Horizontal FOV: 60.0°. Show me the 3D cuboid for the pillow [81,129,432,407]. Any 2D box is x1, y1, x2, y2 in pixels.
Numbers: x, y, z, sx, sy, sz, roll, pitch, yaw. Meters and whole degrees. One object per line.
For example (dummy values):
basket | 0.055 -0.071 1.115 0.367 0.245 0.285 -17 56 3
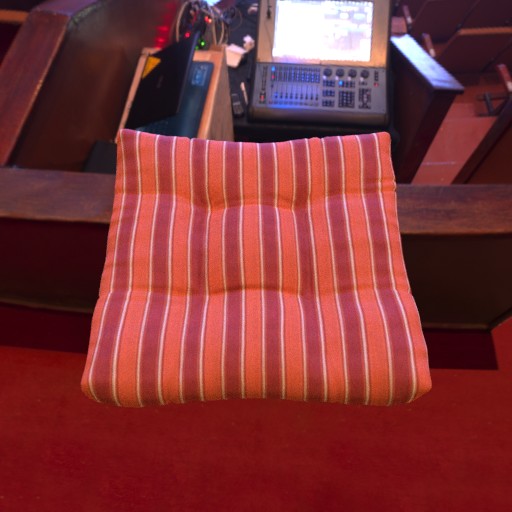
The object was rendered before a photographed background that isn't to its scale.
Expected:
pillow | 0.000 0.000 0.722 0.490 0.133 0.468 0 64 0
